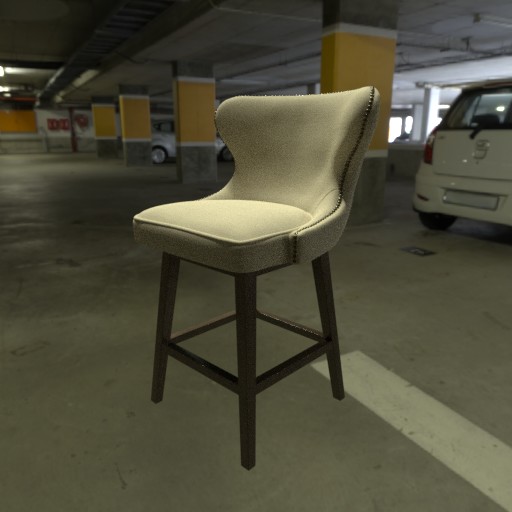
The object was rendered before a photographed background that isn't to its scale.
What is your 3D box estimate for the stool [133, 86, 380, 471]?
[{"bbox_3d":[0.000,0.000,1.358,0.615,0.972,0.597,15,21,42],"label":"stool"}]
